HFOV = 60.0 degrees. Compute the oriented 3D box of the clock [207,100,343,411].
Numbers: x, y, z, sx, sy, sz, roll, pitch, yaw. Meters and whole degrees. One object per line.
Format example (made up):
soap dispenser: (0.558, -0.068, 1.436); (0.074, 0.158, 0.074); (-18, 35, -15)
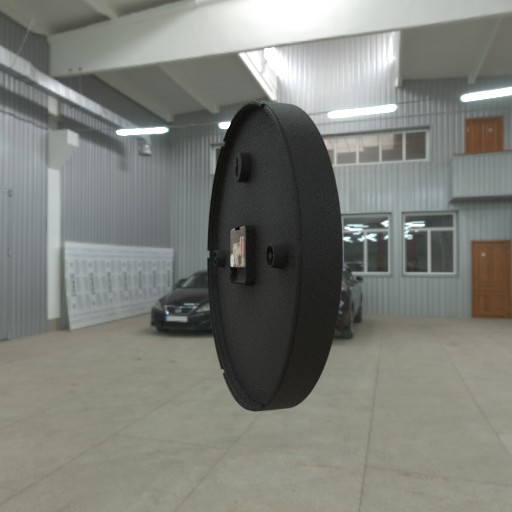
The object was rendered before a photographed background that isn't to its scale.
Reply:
clock: (0.000, 0.000, 0.444); (0.040, 0.293, 0.293); (0, -1, -18)
